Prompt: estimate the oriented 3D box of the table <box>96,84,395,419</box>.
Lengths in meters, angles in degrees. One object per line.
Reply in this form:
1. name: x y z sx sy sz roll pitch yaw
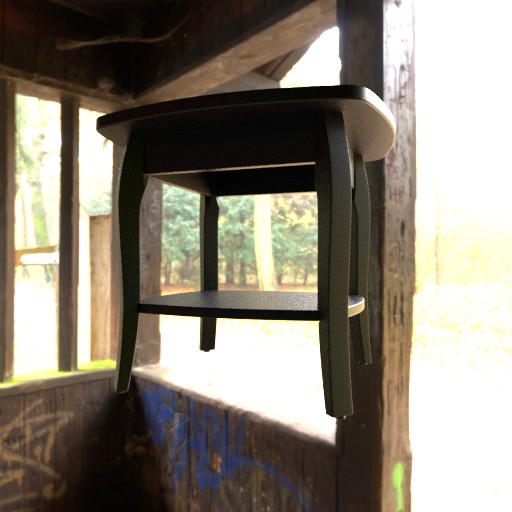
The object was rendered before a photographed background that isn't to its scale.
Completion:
1. table: 0.000 0.000 0.844 0.508 0.457 0.457 0 0 19
